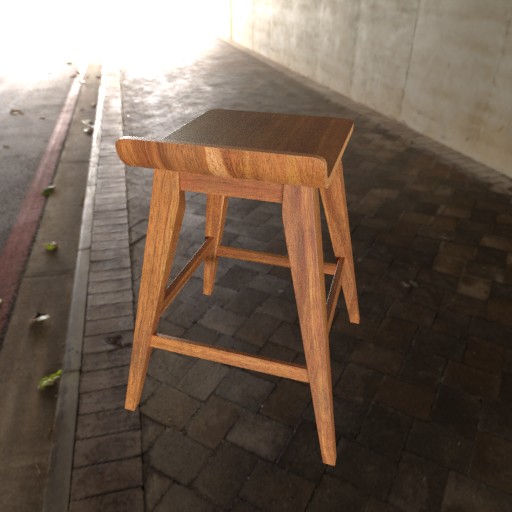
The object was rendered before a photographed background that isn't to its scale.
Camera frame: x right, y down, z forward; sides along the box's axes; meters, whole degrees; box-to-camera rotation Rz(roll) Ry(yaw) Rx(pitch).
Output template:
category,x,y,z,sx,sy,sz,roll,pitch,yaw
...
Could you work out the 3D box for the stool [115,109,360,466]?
category,x,y,z,sx,sy,sz,roll,pitch,yaw
stool,0.000,0.000,1.026,0.500,0.650,0.500,9,33,15
